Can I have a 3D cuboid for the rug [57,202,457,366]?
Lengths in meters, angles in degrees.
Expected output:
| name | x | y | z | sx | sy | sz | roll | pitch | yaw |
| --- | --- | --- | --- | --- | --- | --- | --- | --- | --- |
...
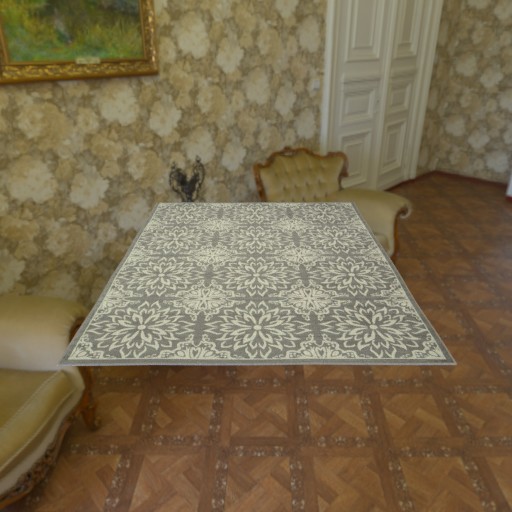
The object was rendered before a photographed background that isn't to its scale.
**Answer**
| name | x | y | z | sx | sy | sz | roll | pitch | yaw |
| --- | --- | --- | --- | --- | --- | --- | --- | --- | --- |
| rug | 0.000 | 0.000 | 3.954 | 2.363 | 0.012 | 2.980 | 0 | 26 | 0 |
